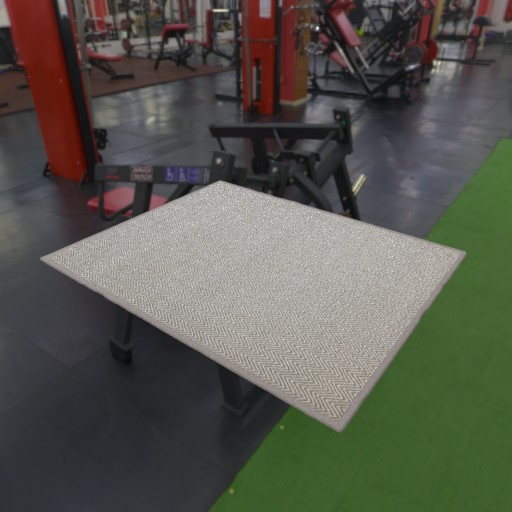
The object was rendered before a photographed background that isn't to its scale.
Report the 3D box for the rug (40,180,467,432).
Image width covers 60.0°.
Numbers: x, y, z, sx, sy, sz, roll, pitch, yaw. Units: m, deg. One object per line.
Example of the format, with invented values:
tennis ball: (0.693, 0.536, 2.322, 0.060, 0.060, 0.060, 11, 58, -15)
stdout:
rug: (0.000, 0.000, 3.997, 3.007, 0.032, 2.434, 21, 37, 32)
